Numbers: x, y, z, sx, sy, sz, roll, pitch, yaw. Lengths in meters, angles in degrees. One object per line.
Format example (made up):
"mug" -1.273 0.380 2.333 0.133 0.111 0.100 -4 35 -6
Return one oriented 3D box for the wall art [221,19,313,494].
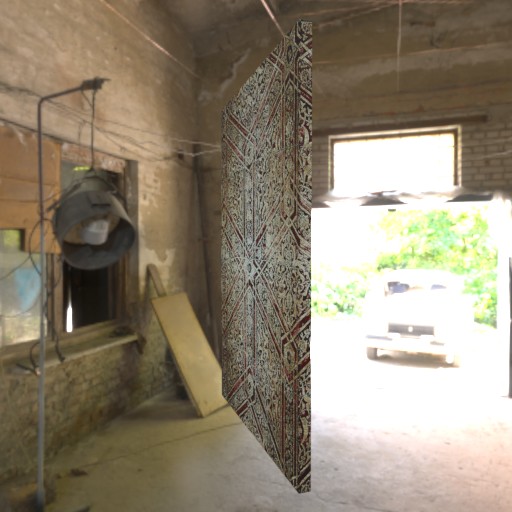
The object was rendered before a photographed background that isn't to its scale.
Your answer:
"wall art" 0.000 0.000 1.133 0.030 0.904 0.599 0 1 -19
